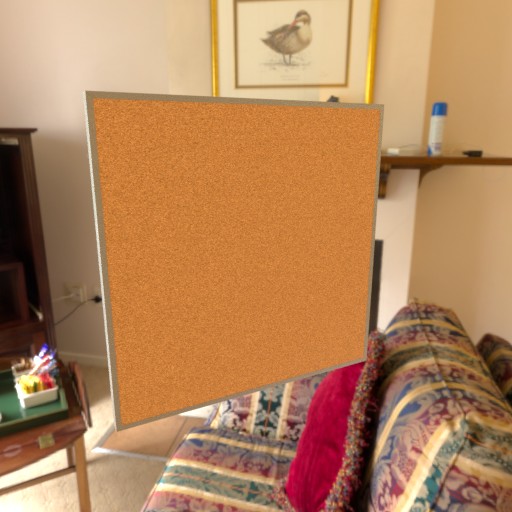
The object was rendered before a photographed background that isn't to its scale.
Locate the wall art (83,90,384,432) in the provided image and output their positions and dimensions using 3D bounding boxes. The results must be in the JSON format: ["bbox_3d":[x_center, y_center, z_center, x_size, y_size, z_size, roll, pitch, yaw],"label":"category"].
[{"bbox_3d":[0.000,0.000,1.207,0.809,0.807,0.038,-8,17,-27],"label":"wall art"}]
